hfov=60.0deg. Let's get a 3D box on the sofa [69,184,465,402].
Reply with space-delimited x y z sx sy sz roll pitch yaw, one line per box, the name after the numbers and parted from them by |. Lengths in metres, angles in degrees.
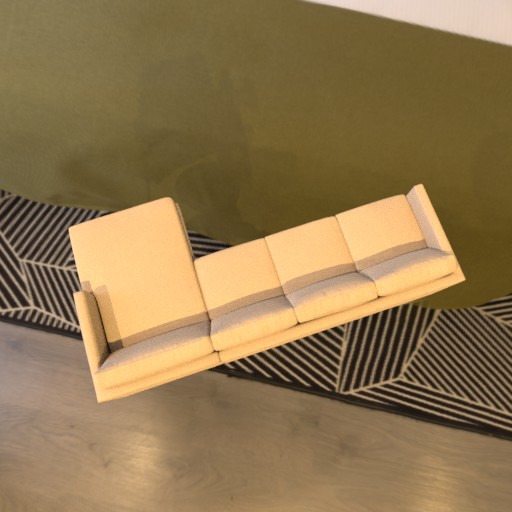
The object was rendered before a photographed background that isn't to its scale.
0.000 0.000 4.023 3.206 0.871 1.622 -18 77 -4 | sofa
